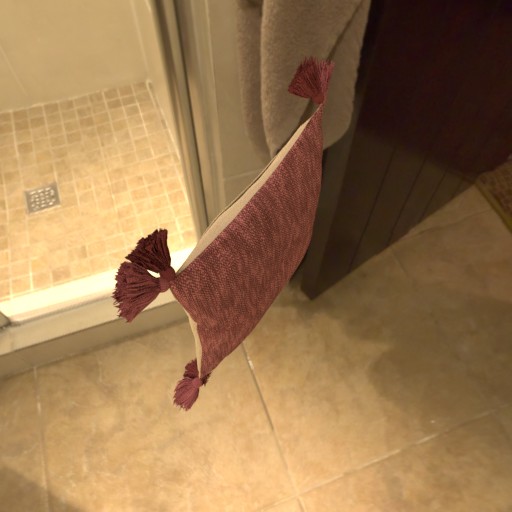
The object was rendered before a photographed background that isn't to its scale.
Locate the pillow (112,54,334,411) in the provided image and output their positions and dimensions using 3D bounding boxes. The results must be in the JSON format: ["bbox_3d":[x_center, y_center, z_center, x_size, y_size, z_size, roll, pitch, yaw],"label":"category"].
[{"bbox_3d":[0.000,0.000,0.956,0.138,0.659,0.641,29,63,17],"label":"pillow"}]
